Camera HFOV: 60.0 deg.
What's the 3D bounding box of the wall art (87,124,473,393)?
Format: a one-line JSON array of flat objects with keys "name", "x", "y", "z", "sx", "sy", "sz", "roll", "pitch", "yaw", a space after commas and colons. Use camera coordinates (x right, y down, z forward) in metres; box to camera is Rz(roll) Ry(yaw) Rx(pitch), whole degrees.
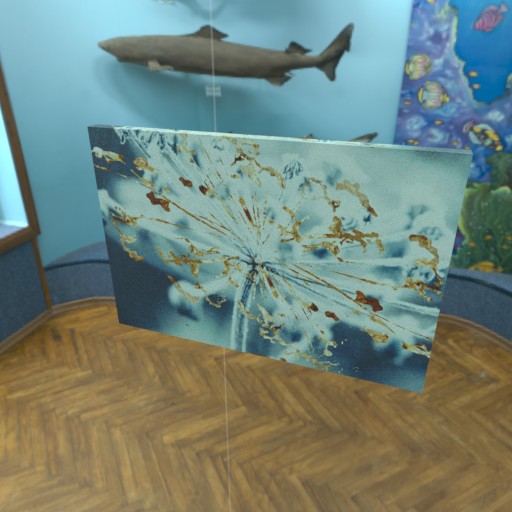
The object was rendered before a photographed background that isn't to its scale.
[{"name": "wall art", "x": 0.000, "y": 0.000, "z": 1.151, "sx": 0.912, "sy": 0.608, "sz": 0.038, "roll": 9, "pitch": 27, "yaw": 18}]
